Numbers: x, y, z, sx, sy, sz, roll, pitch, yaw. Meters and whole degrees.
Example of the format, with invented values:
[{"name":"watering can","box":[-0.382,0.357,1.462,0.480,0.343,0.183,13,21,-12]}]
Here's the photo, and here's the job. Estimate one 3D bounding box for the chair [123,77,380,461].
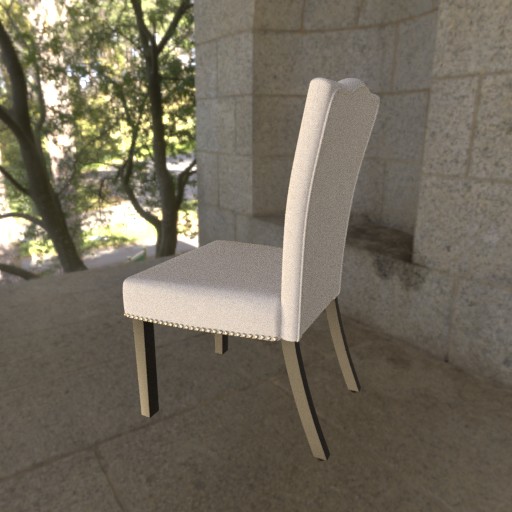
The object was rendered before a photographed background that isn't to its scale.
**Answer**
[{"name":"chair","box":[0.000,0.000,1.295,0.589,0.946,0.518,8,18,25]}]
